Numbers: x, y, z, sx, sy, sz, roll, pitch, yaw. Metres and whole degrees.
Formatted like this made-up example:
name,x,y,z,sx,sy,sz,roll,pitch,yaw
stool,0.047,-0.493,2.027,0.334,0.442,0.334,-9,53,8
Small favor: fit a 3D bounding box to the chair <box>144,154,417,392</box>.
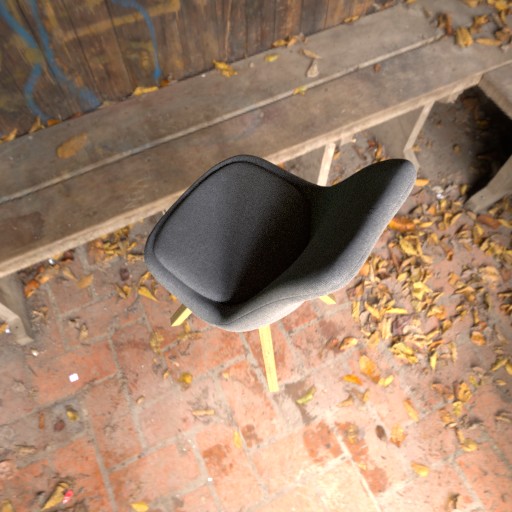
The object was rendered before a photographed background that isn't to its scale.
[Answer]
name,x,y,z,sx,sy,sz,roll,pitch,yaw
chair,0.000,0.000,1.205,0.550,0.865,0.483,32,67,15
